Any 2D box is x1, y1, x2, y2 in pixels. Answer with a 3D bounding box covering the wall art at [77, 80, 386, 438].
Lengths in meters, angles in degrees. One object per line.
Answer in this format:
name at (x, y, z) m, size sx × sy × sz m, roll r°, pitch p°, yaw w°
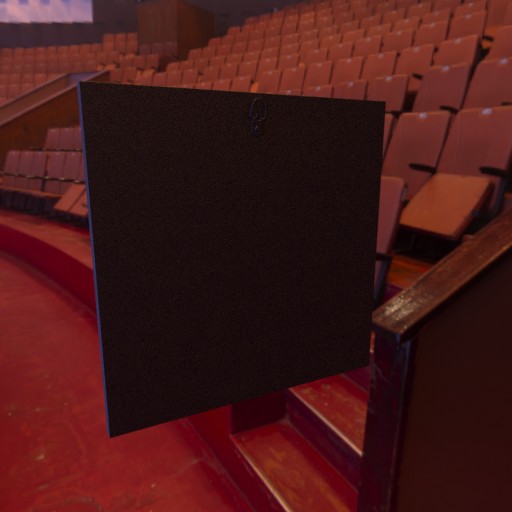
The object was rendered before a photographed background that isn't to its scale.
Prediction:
wall art at (0.000, 0.000, 1.162) m, size 0.805 × 0.807 × 0.043 m, roll -7°, pitch 15°, yaw -27°
